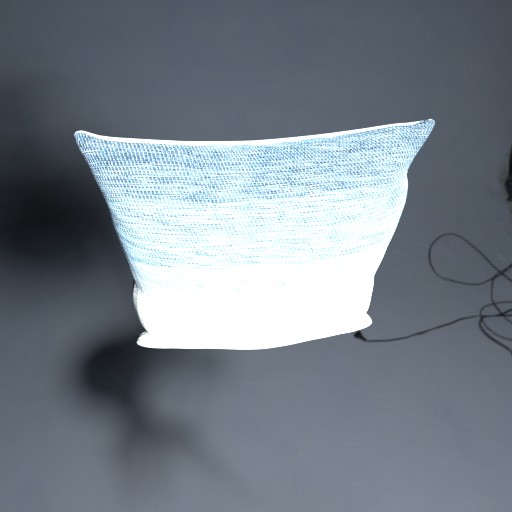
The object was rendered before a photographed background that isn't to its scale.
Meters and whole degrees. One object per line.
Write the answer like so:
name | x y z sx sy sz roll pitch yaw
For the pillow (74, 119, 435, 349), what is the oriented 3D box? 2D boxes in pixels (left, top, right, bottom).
pillow | 0.000 0.000 0.673 0.440 0.441 0.182 -4 46 -4
